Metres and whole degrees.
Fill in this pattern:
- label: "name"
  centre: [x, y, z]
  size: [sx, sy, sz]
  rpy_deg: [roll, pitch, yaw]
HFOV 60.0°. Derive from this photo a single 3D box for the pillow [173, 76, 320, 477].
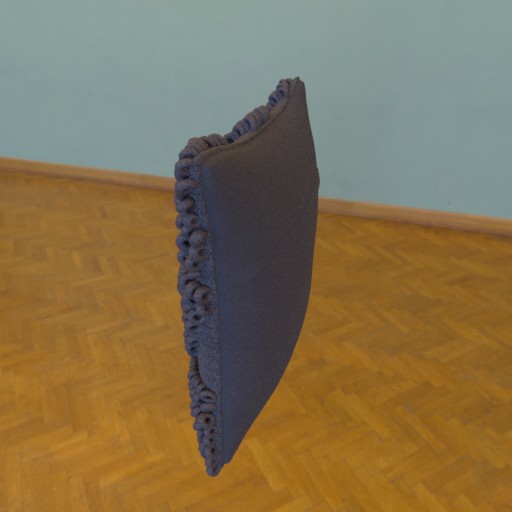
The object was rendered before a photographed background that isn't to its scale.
- label: "pillow"
  centre: [0.000, 0.000, 0.695]
  size: [0.172, 0.467, 0.470]
  rpy_deg: [9, 32, 14]
